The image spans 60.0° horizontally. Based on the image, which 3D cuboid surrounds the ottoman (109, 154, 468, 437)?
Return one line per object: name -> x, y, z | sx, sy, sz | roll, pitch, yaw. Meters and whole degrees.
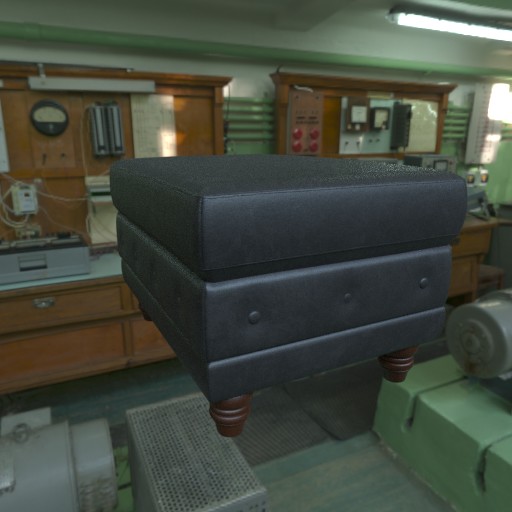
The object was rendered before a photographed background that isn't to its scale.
ottoman -> 0.000, 0.000, 1.158 | 0.590, 0.498, 0.795 | -8, 17, -26
